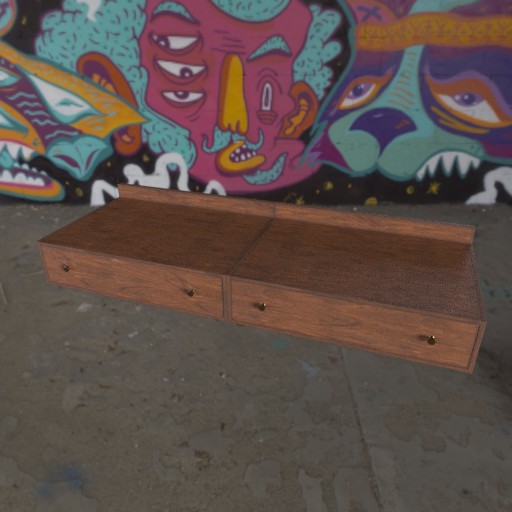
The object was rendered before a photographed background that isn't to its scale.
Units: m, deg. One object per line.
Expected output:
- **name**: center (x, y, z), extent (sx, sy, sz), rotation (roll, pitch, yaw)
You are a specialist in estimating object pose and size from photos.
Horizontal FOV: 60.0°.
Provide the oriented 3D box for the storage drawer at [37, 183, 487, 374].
- **storage drawer**: center (0.000, 0.000, 2.131), extent (1.914, 0.339, 0.774), rotation (9, 29, 17)
